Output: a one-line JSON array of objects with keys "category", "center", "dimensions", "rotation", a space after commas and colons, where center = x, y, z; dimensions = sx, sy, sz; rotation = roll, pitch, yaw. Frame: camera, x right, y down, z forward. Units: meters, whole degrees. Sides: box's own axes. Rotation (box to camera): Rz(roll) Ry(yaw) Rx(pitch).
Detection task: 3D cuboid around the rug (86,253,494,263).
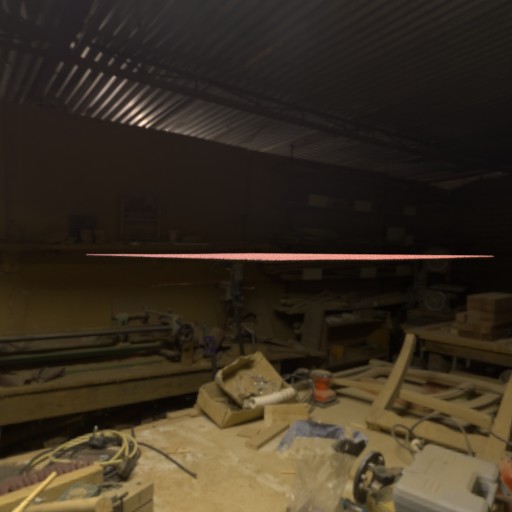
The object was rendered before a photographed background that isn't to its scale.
[{"category": "rug", "center": [0.000, 0.000, 2.175], "dimensions": [1.139, 0.011, 1.747], "rotation": [-1, 1, -36]}]
